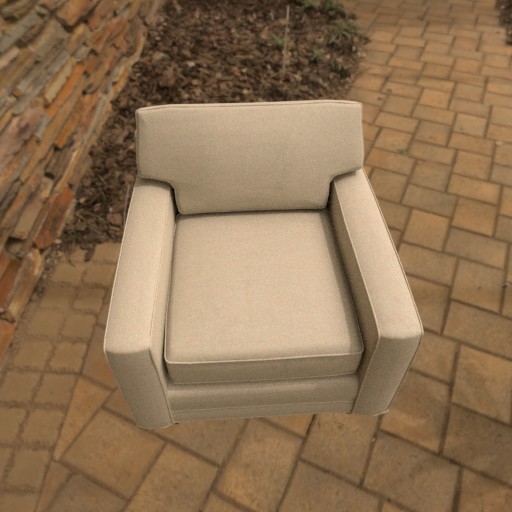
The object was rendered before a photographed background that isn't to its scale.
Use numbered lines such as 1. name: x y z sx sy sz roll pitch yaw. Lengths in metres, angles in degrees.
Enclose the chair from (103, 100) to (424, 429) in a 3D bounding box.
1. chair: 0.000 0.000 1.791 0.998 0.913 1.043 -3 47 -2
